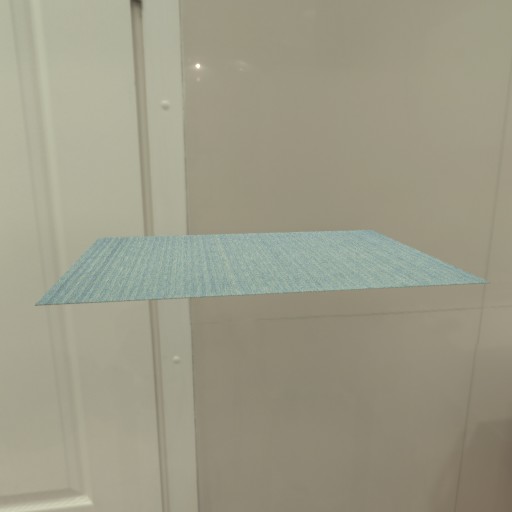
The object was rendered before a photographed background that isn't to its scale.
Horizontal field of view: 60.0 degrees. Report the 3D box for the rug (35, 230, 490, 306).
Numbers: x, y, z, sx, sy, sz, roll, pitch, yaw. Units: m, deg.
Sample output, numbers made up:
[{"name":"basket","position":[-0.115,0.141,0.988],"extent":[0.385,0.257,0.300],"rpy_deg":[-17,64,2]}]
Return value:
[{"name":"rug","position":[0.000,0.000,3.727],"extent":[2.895,0.006,1.982],"rpy_deg":[-2,14,-9]}]
